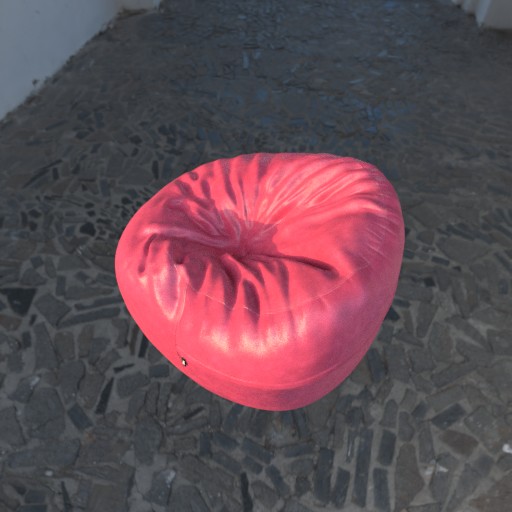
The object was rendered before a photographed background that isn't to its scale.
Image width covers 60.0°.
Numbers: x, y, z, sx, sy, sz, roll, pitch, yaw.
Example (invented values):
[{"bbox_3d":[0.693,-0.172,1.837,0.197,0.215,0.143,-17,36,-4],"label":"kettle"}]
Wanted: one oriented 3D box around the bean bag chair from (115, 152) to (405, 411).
[{"bbox_3d":[0.000,0.000,2.474,1.524,0.878,1.524,19,50,17],"label":"bean bag chair"}]
